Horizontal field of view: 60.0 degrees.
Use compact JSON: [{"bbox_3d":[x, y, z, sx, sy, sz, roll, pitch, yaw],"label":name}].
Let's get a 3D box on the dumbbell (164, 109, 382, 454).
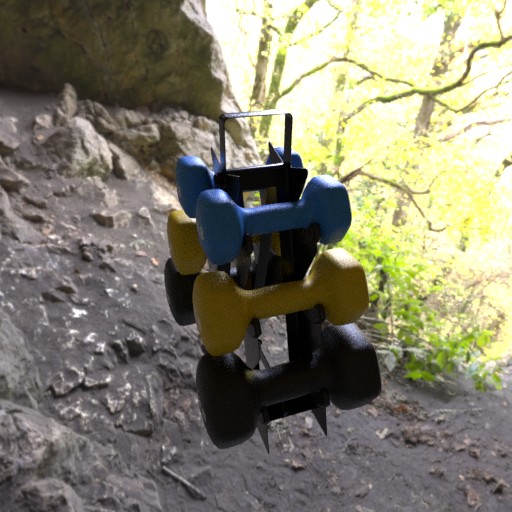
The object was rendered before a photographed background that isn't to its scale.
[{"bbox_3d":[0.000,0.000,0.679,0.255,0.426,0.409,-10,31,-17],"label":"dumbbell"}]
